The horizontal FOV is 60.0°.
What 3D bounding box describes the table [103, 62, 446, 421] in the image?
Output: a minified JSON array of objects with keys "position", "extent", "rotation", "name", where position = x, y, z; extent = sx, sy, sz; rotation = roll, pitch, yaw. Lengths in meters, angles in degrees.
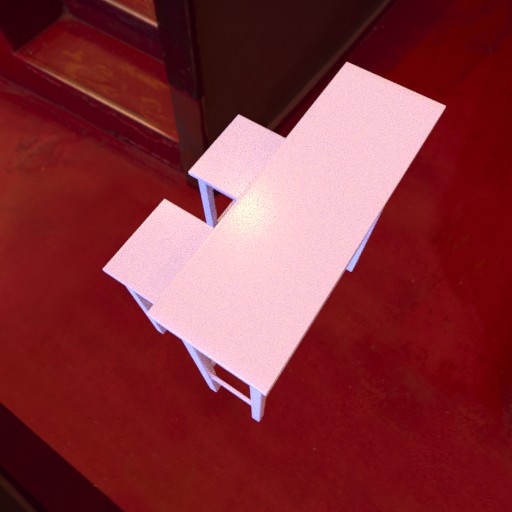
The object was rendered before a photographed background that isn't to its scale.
[{"position":[0.000,0.000,1.610],"extent":[0.650,1.065,0.915],"rotation":[31,68,14],"name":"table"}]
